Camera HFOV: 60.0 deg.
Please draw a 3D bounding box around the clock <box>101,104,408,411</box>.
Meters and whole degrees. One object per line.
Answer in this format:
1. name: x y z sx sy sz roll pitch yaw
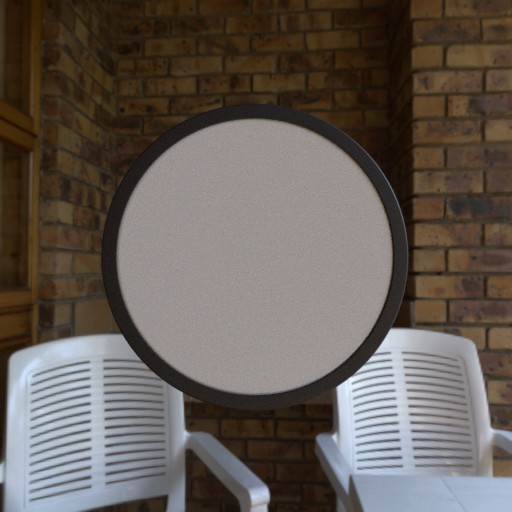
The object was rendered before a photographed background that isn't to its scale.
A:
1. clock: 0.000 0.000 0.438 0.293 0.293 0.040 0 -2 -2
